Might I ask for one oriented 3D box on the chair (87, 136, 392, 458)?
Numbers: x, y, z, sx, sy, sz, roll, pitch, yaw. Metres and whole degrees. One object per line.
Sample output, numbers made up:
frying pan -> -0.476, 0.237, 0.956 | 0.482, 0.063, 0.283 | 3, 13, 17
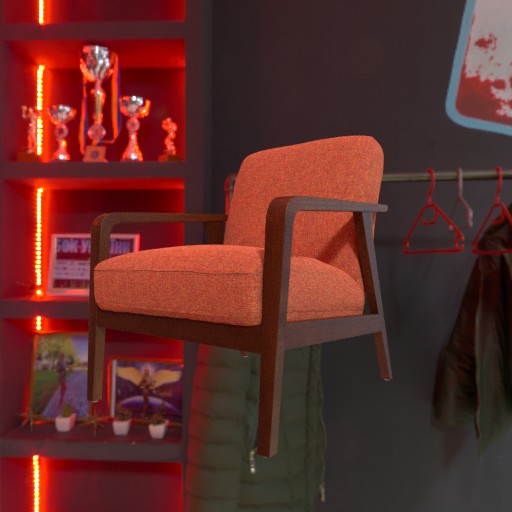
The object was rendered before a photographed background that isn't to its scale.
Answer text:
chair -> 0.000, 0.000, 1.491 | 0.719, 0.890, 0.860 | 0, 0, 36
